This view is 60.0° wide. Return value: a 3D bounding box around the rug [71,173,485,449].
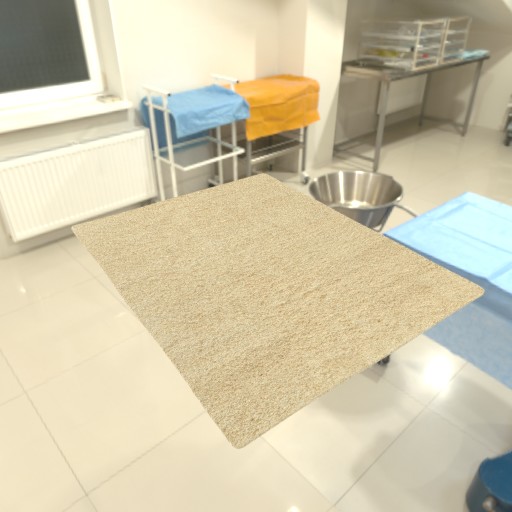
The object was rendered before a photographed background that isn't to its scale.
[{"bbox_3d":[0.000,0.000,3.970,2.401,0.025,3.001,-21,38,-29],"label":"rug"}]
